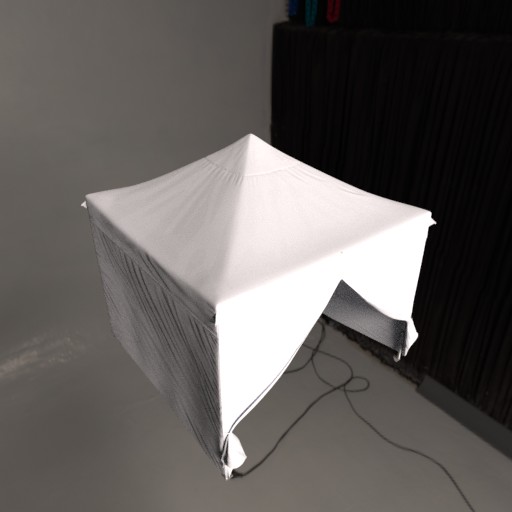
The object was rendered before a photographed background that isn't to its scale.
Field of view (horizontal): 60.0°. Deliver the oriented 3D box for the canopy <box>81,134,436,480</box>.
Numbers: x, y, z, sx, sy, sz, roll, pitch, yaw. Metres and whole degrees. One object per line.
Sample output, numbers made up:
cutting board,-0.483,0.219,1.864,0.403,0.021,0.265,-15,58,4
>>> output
canopy,0.000,0.000,5.495,3.043,2.997,3.121,-21,36,-32
